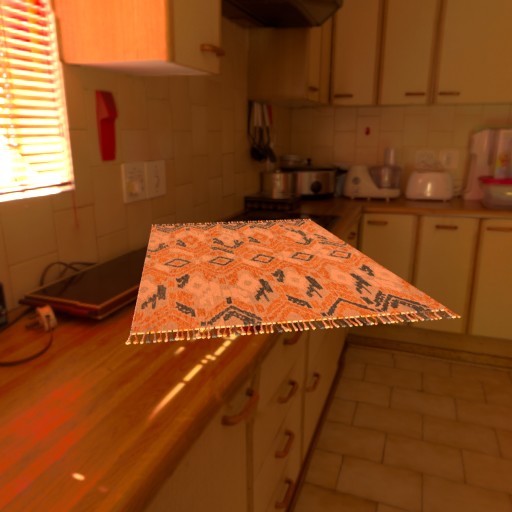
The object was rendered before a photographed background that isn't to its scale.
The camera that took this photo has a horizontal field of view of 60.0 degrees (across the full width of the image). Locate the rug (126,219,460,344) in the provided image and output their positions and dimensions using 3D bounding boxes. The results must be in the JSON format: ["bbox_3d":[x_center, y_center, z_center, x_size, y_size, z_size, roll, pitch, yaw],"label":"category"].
[{"bbox_3d":[0.000,0.000,3.099,1.533,0.010,2.428,-3,16,-10],"label":"rug"}]
